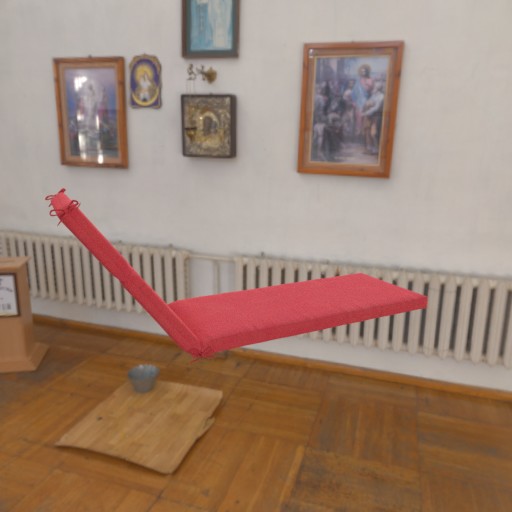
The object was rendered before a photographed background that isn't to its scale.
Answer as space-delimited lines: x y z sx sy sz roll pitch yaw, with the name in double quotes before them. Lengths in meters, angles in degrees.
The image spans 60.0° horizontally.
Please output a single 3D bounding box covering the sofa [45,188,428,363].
"sofa" 0.000 0.000 1.995 1.663 0.622 0.582 -7 15 -26
